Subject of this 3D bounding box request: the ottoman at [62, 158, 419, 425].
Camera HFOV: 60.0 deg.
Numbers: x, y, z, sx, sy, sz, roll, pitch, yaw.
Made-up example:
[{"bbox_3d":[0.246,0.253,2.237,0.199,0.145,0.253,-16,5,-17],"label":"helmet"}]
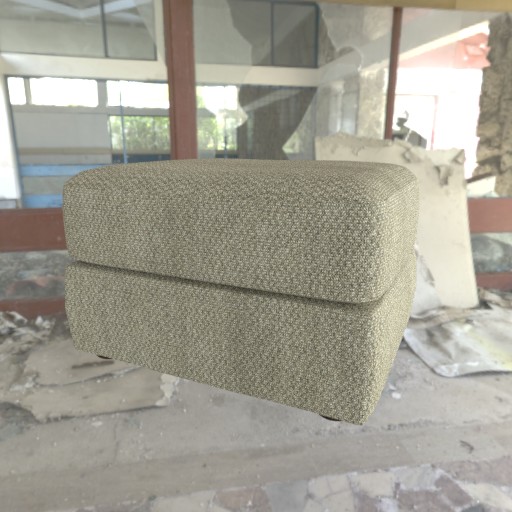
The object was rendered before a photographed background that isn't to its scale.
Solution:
[{"bbox_3d":[0.000,0.000,1.134,0.751,0.476,0.603,7,16,25],"label":"ottoman"}]
